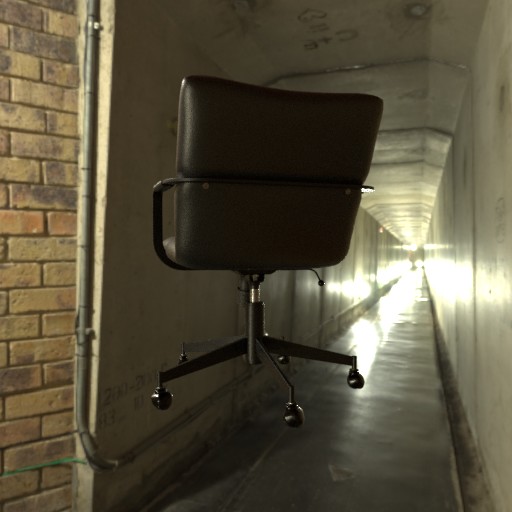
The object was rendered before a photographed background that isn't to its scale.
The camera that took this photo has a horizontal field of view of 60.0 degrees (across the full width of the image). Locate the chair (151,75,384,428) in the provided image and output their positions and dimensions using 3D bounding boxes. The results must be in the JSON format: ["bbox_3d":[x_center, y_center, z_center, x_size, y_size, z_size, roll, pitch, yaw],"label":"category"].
[{"bbox_3d":[0.000,0.000,1.518,0.719,0.922,0.748,0,1,-17],"label":"chair"}]
